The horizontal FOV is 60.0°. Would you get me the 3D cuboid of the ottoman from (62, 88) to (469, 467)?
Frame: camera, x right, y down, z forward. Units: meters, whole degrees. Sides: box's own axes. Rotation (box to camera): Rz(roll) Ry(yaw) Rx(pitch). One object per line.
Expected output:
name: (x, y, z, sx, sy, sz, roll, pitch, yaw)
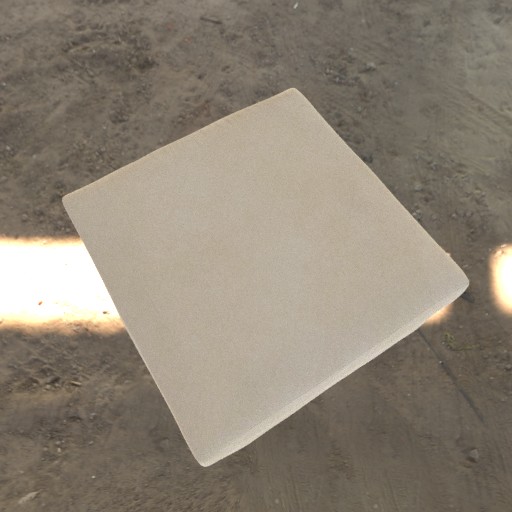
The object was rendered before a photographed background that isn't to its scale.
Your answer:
ottoman: (0.000, 0.000, 1.879, 1.190, 0.522, 1.205, -30, 68, -13)
